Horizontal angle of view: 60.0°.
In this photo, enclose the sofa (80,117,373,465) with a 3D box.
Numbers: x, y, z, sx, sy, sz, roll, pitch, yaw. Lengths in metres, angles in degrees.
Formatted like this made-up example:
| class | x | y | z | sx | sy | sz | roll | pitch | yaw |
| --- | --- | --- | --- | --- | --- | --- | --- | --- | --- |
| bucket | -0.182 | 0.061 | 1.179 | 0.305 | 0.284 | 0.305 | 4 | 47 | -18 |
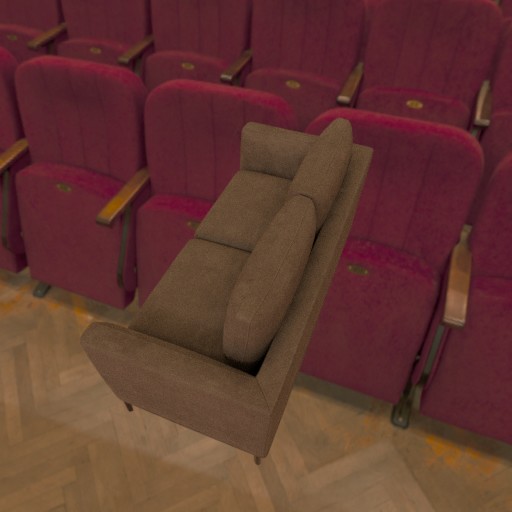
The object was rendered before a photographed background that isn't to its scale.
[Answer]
| class | x | y | z | sx | sy | sz | roll | pitch | yaw |
| --- | --- | --- | --- | --- | --- | --- | --- | --- | --- |
| sofa | 0.000 | 0.000 | 2.436 | 0.855 | 1.013 | 1.832 | 16 | 49 | 15 |
